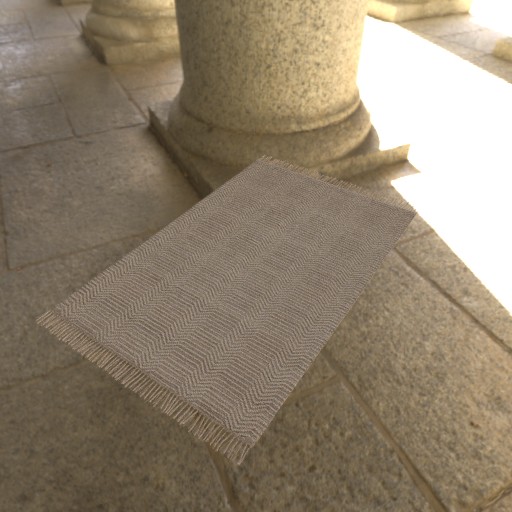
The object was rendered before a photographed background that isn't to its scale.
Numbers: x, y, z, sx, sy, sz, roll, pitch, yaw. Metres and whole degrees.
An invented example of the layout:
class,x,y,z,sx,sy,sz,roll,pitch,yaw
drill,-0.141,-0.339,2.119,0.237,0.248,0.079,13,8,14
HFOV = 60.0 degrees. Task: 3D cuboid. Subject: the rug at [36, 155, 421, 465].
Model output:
class,x,y,z,sx,sy,sz,roll,pitch,yaw
rug,0.000,0.000,3.123,1.528,0.034,2.523,24,47,25
